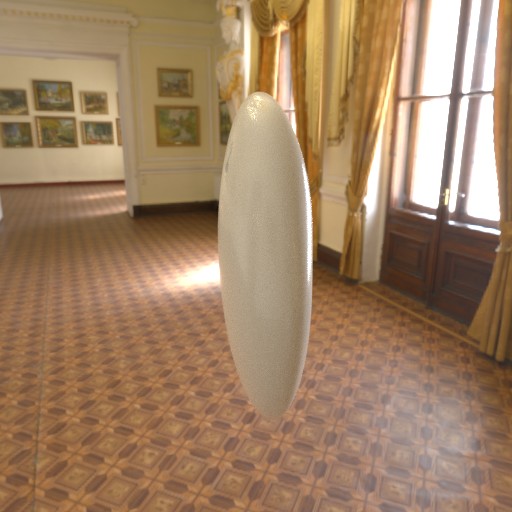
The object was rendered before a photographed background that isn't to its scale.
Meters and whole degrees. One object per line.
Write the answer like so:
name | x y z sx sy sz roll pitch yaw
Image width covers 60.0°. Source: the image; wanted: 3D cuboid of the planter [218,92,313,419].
planter | 0.000 0.000 0.270 0.043 0.188 0.185 -3 16 -10
